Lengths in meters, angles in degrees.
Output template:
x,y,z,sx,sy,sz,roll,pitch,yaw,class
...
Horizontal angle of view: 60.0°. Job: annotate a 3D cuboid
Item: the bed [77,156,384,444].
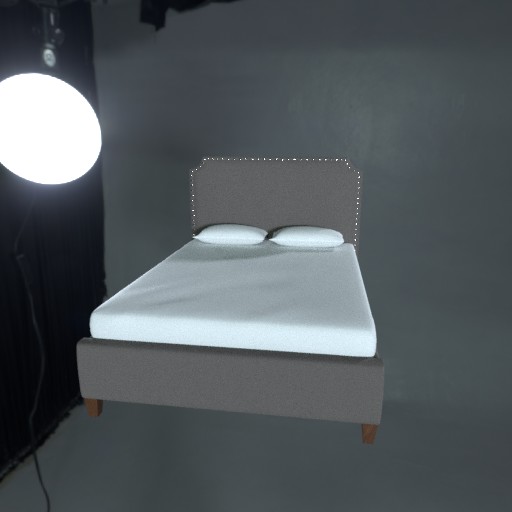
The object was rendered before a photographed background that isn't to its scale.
x,y,z,sx,sy,sz,roll,pitch,yaw,class
0.000,0.000,3.412,1.713,1.443,2.372,2,14,9,bed
